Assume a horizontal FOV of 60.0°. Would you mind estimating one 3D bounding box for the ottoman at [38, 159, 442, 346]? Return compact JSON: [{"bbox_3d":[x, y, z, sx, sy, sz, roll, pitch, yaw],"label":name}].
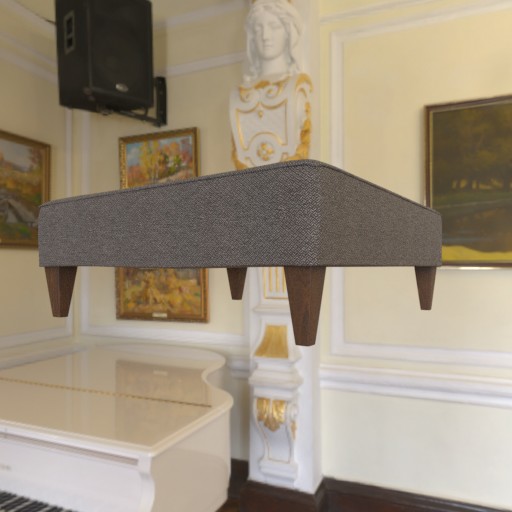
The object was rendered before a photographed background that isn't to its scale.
[{"bbox_3d":[0.000,0.000,1.471,0.970,0.378,0.981,-1,-2,35],"label":"ottoman"}]
